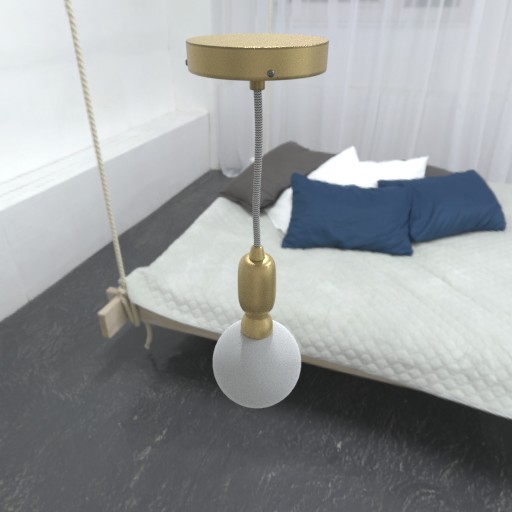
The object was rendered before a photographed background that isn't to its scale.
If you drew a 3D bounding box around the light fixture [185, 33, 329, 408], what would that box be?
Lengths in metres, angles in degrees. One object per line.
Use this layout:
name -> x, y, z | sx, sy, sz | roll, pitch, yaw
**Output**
light fixture -> 0.000, 0.000, 0.578 | 0.146, 0.510, 0.147 | 0, 31, 0
